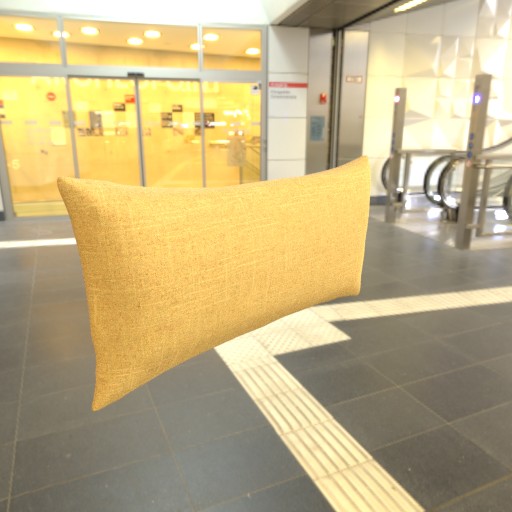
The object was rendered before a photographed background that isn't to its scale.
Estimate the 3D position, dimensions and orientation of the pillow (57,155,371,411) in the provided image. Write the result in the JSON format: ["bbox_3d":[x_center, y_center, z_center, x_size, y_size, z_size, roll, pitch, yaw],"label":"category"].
[{"bbox_3d":[0.000,0.000,1.031,0.859,0.429,0.197,-14,21,-42],"label":"pillow"}]
